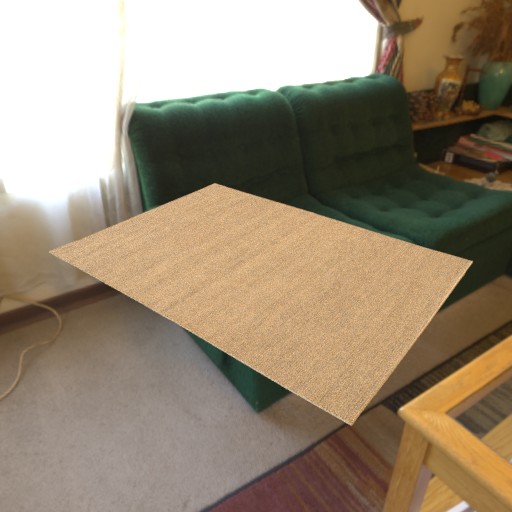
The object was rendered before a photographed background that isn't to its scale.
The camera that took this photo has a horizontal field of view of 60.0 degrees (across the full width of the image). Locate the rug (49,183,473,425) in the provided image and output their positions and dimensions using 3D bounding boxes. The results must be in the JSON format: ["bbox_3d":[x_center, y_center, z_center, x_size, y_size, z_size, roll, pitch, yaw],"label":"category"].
[{"bbox_3d":[0.000,0.000,2.894,2.264,0.030,1.624,22,36,33],"label":"rug"}]
